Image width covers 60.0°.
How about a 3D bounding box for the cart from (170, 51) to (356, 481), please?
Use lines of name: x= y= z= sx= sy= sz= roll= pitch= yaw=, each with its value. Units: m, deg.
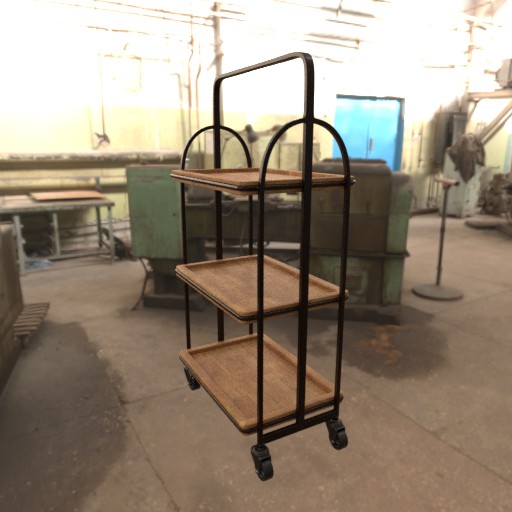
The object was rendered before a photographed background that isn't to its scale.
cart: x=0.000 y=0.000 z=1.246 sx=0.327 sy=1.001 sz=0.553 roll=-8 pitch=16 yaw=-28
